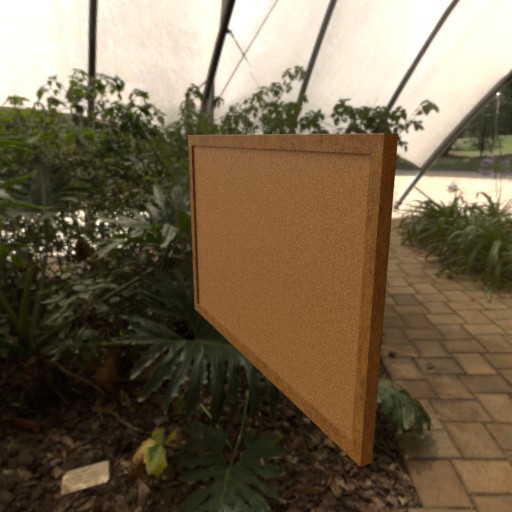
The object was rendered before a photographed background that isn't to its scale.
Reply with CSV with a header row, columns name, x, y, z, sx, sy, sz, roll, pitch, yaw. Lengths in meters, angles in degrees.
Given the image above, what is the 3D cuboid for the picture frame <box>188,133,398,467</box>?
name,x,y,z,sx,sy,sz,roll,pitch,yaw
picture frame,0.000,0.000,1.175,0.029,0.621,0.922,-8,17,-27
